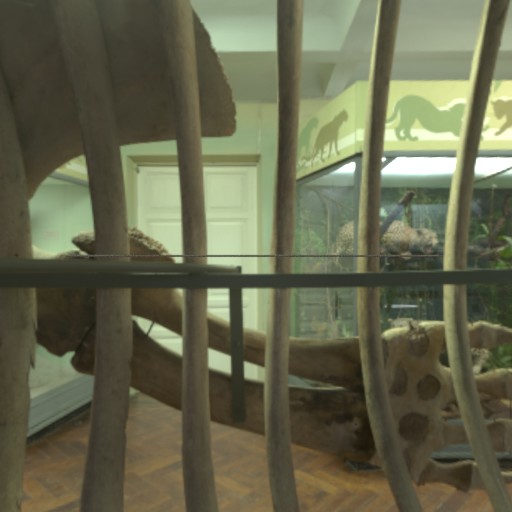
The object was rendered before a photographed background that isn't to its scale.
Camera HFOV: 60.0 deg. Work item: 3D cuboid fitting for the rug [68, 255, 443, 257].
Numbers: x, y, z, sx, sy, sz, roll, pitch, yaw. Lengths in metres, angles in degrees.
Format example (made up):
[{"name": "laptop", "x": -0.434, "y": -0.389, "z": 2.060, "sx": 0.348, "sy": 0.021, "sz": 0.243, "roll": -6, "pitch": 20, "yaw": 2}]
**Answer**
[{"name": "rug", "x": 0.000, "y": 0.000, "z": 2.914, "sx": 1.522, "sy": 0.008, "sz": 2.284, "roll": 0, "pitch": 0, "yaw": 0}]
